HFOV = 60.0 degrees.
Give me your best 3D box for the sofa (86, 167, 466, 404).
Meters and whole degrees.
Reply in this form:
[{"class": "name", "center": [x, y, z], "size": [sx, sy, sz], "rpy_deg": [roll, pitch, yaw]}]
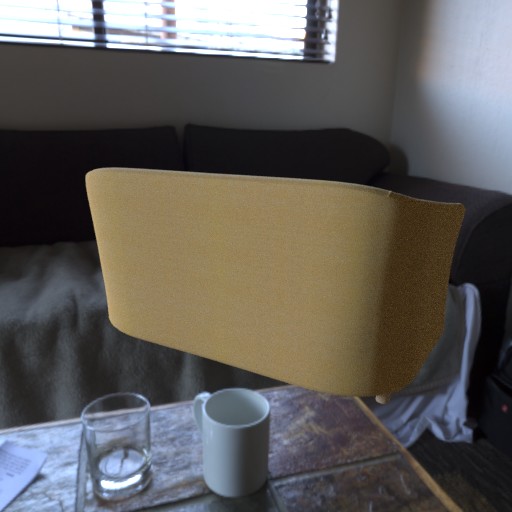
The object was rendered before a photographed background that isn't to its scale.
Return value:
[{"class": "sofa", "center": [0.000, 0.000, 1.799], "size": [1.452, 0.721, 0.705], "rpy_deg": [9, 19, 28]}]
